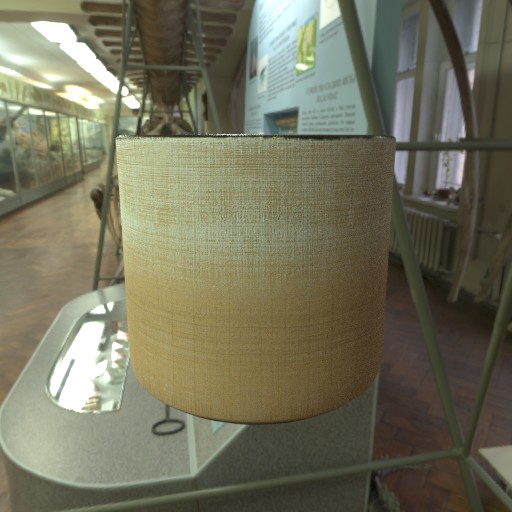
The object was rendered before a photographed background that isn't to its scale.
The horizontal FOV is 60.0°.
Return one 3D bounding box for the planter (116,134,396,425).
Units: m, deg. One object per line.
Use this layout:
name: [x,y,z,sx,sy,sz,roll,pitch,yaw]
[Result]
planter: [0.000,0.000,0.383,0.221,0.201,0.221,0,15,0]
